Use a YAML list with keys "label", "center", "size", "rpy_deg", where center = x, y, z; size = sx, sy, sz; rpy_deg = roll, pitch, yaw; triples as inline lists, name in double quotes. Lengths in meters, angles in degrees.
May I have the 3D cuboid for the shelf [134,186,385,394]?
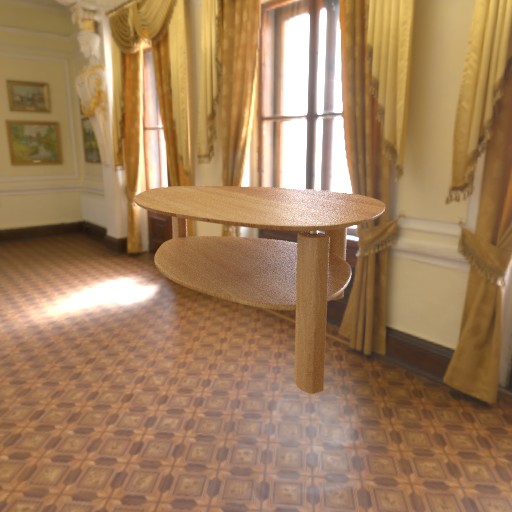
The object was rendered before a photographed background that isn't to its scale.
- label: "shelf"
  center: [0.000, 0.000, 1.670]
  size: [0.845, 0.440, 1.246]
  rpy_deg: [-7, 15, -26]
